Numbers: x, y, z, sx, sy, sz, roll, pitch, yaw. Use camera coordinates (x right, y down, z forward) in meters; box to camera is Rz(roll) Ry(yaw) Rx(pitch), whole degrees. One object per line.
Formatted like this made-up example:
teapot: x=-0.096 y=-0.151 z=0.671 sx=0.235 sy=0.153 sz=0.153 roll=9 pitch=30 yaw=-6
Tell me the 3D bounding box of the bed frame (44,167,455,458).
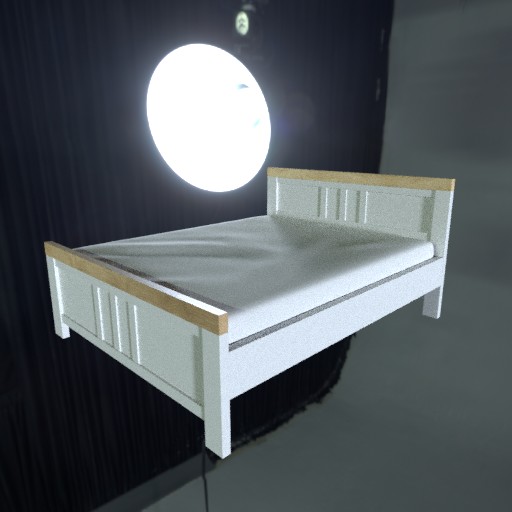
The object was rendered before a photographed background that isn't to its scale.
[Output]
bed frame: x=0.000 y=0.000 z=2.913 sx=1.670 sy=0.980 sz=2.050 roll=14 pitch=21 yaw=43
